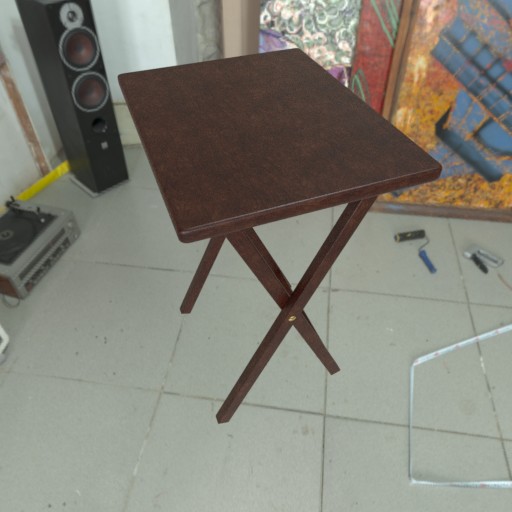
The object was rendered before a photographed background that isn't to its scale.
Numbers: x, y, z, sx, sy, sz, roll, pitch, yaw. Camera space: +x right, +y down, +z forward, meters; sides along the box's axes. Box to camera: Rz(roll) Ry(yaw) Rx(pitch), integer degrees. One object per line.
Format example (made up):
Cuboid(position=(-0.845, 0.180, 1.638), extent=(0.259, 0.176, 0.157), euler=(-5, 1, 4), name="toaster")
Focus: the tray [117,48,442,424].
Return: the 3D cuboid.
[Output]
Cuboid(position=(0.000, 0.000, 0.959), extent=(0.381, 0.660, 0.483), euler=(-15, 47, -15), name="tray")
